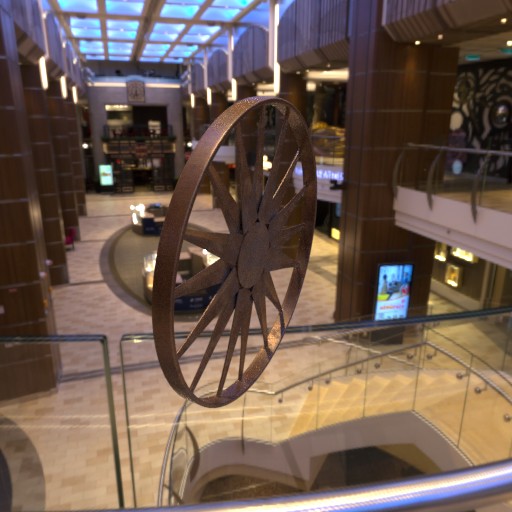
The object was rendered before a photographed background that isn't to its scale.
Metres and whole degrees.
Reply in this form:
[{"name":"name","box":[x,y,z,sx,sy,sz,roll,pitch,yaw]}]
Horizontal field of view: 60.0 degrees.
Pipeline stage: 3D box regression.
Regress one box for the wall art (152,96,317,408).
[{"name":"wall art","box":[0.000,0.000,0.860,0.084,0.583,0.582,8,19,26]}]
